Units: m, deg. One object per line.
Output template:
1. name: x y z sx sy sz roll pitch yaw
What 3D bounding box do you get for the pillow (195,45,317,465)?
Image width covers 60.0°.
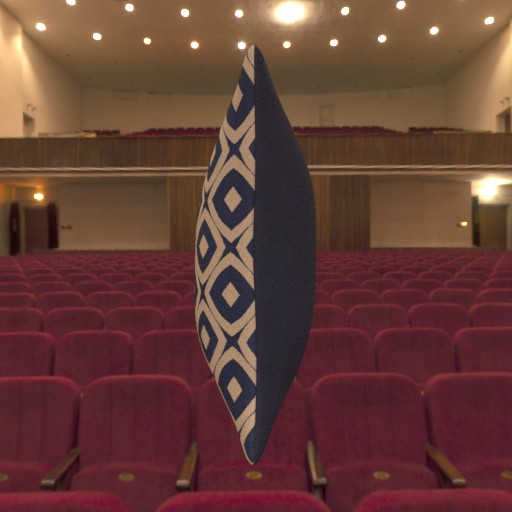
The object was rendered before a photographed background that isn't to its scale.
1. pillow: 0.000 0.000 0.767 0.188 0.494 0.504 0 0 0
